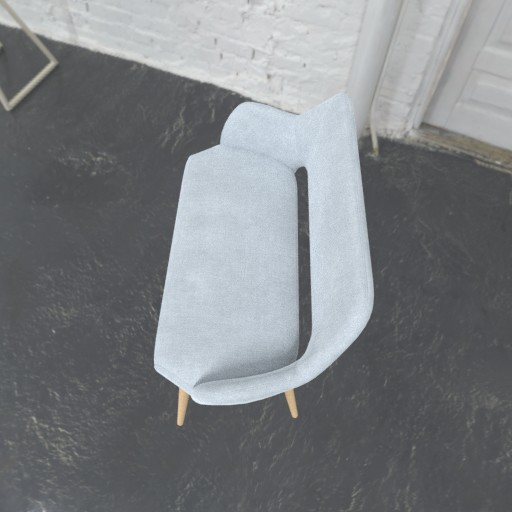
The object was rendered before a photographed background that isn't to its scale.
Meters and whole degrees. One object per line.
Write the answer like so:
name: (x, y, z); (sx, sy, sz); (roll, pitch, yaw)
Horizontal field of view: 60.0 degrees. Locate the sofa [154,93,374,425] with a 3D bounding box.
sofa: (0.000, 0.000, 1.616); (0.610, 0.840, 1.150); (2, 58, 1)
